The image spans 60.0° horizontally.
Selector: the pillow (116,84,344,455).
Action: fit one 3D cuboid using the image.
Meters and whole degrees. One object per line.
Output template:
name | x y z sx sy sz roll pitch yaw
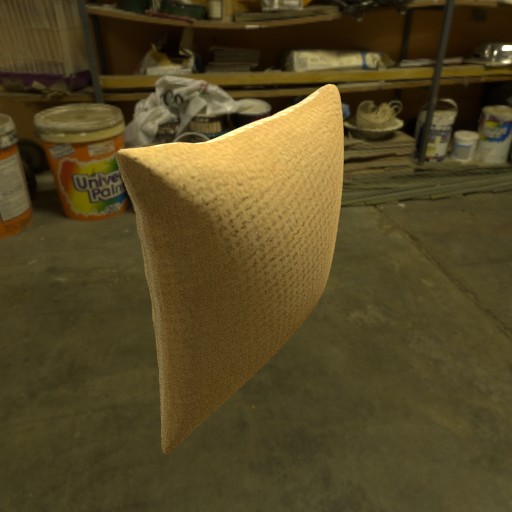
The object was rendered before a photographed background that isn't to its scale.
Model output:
pillow | 0.000 0.000 0.627 0.173 0.407 0.419 20 36 29
